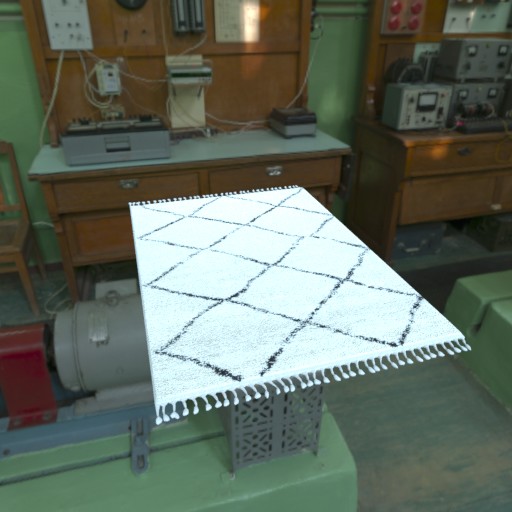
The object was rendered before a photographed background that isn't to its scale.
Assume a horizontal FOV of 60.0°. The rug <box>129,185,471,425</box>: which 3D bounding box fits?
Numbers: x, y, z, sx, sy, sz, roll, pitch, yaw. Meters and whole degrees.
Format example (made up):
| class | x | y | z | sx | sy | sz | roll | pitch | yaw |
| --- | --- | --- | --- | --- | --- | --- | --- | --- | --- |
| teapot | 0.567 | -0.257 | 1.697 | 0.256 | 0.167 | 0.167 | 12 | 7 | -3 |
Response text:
| class | x | y | z | sx | sy | sz | roll | pitch | yaw |
| --- | --- | --- | --- | --- | --- | --- | --- | --- | --- |
| rug | 0.000 | 0.000 | 2.860 | 1.494 | 0.031 | 2.307 | -8 | 30 | -14 |
